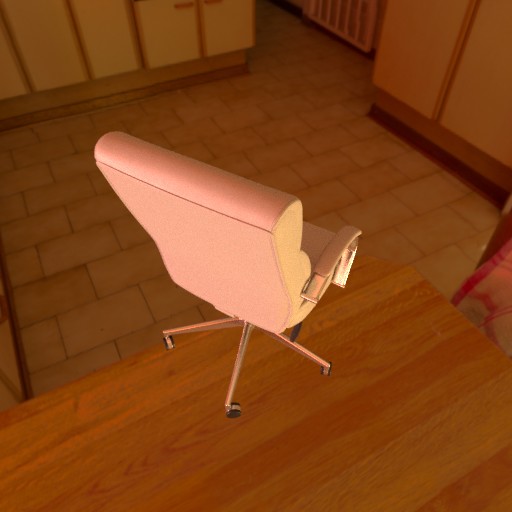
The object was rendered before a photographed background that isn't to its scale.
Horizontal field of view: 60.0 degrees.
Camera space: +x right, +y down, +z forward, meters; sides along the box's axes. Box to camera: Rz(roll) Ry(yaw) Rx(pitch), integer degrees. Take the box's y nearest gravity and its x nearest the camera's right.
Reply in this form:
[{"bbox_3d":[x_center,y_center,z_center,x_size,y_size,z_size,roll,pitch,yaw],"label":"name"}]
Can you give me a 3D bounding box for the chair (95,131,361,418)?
[{"bbox_3d":[0.000,0.000,1.606,0.727,1.099,0.745,24,51,21],"label":"chair"}]
